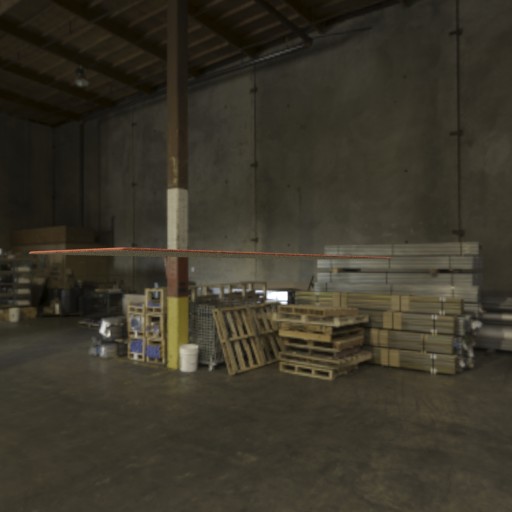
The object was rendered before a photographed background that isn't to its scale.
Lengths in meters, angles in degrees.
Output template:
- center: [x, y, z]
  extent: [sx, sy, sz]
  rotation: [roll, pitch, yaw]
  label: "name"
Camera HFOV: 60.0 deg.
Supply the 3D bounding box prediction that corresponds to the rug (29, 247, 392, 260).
- center: [0.000, 0.000, 2.759]
  extent: [0.914, 0.013, 2.471]
  rotation: [-1, -2, 35]
  label: "rug"
